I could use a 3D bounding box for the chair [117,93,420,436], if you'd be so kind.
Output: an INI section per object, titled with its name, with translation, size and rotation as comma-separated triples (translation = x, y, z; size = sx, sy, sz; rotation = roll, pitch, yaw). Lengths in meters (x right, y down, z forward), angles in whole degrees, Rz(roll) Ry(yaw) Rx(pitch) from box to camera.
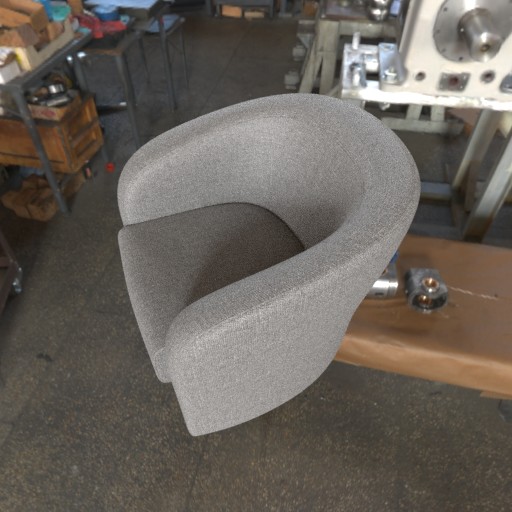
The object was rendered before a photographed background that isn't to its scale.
[chair]
translation = 0.000, 0.000, 1.417
size = 0.815, 0.771, 0.791
rotation = -17, 49, -15
